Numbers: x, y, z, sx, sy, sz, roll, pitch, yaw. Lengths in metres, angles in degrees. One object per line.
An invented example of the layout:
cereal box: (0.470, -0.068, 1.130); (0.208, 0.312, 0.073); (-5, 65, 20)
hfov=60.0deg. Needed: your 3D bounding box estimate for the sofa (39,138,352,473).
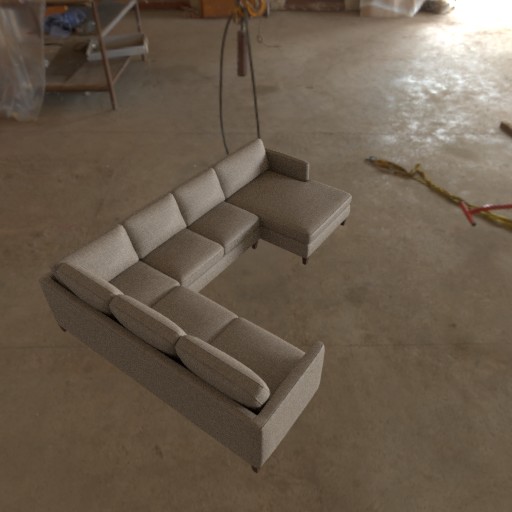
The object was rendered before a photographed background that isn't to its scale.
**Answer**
sofa: (0.000, 0.000, 4.687); (2.551, 0.889, 3.403); (25, 46, 26)
